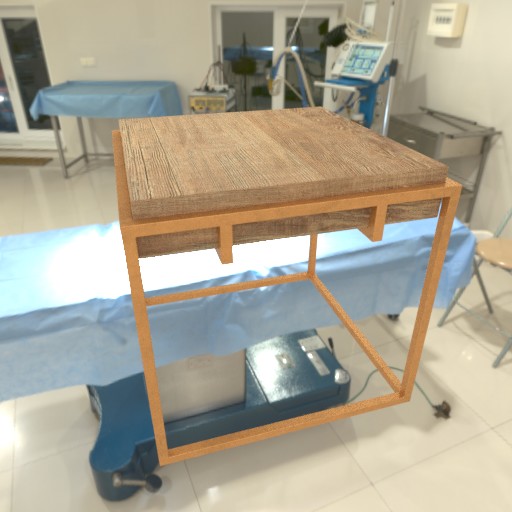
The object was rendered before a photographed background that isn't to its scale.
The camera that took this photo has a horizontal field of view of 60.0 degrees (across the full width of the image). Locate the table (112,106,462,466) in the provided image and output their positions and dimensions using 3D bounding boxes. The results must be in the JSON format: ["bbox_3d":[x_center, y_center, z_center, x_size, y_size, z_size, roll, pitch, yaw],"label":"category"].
[{"bbox_3d":[0.000,0.000,1.105,0.599,0.584,0.599,-9,31,-15],"label":"table"}]
